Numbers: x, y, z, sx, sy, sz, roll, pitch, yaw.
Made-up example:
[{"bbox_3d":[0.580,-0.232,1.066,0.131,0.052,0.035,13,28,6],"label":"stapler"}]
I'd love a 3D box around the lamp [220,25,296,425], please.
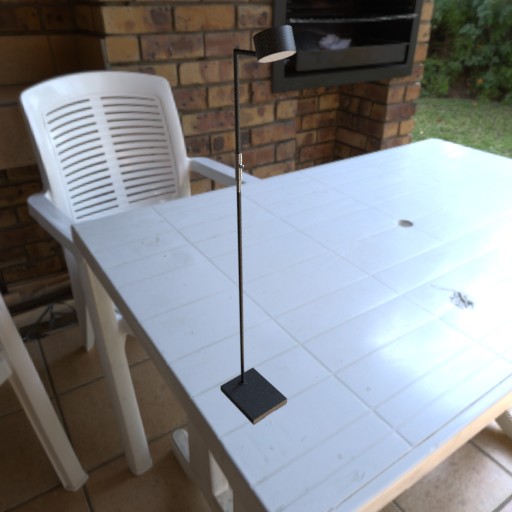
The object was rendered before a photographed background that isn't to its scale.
[{"bbox_3d":[0.000,0.000,1.723,0.203,1.600,0.304,-22,37,-33],"label":"lamp"}]
